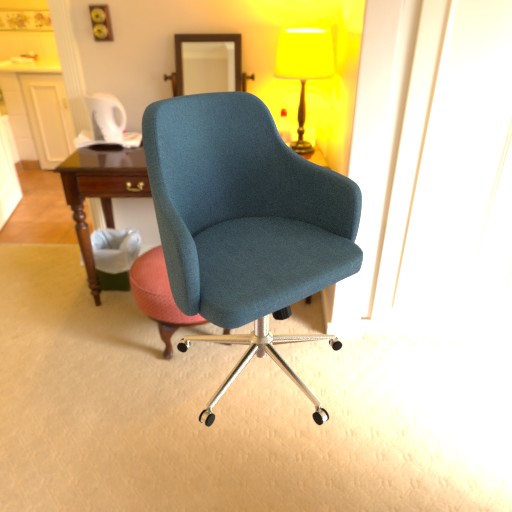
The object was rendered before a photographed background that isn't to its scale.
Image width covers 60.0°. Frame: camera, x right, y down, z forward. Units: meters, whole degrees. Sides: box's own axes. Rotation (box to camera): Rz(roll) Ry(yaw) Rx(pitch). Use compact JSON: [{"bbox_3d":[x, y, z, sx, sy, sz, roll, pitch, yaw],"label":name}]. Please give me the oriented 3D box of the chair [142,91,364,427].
[{"bbox_3d":[0.000,0.000,1.295,0.599,0.820,0.655,-20,35,-31],"label":"chair"}]
